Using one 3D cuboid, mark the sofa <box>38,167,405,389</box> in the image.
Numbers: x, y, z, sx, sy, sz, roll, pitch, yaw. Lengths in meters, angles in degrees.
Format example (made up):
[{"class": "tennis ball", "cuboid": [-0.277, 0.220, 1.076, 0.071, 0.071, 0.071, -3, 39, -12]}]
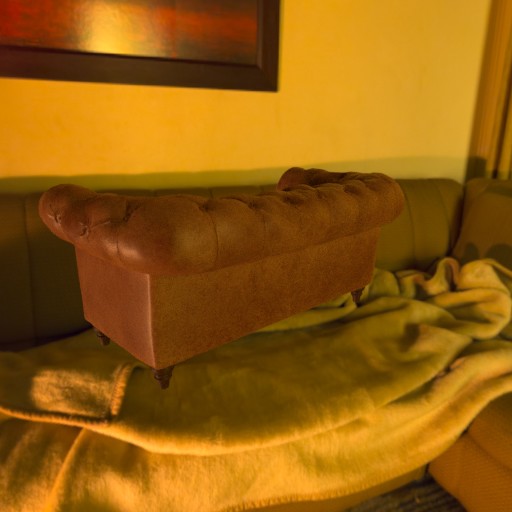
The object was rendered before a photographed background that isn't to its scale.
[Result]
[{"class": "sofa", "cuboid": [0.000, 0.000, 2.510, 1.979, 0.877, 1.042, -14, 21, -42]}]
